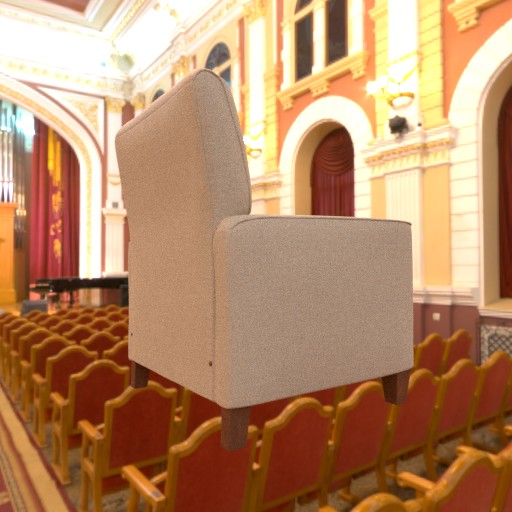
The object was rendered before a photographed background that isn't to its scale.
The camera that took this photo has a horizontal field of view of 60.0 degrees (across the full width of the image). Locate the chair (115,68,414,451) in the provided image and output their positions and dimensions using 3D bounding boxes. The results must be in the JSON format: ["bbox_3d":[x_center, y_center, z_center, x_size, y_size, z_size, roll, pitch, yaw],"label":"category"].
[{"bbox_3d":[0.000,0.000,1.640,0.858,1.023,0.841,1,-2,-35],"label":"chair"}]
